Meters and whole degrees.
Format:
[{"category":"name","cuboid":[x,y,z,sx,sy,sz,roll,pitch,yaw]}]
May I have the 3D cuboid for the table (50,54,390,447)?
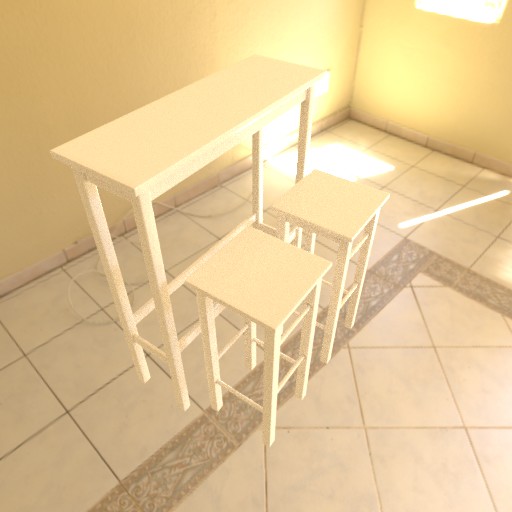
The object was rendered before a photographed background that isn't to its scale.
[{"category":"table","cuboid":[0.000,0.000,1.629,0.650,1.065,0.915,25,48,25]}]
